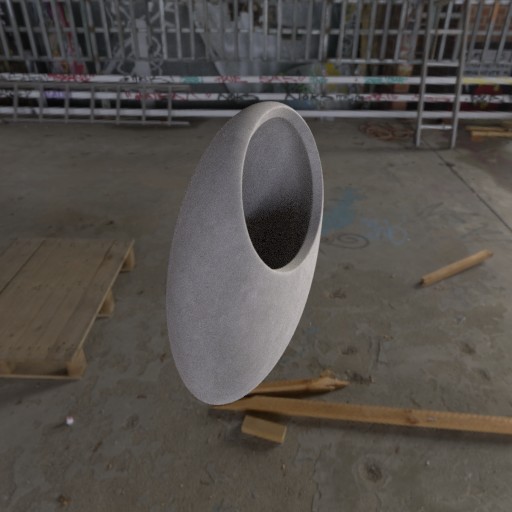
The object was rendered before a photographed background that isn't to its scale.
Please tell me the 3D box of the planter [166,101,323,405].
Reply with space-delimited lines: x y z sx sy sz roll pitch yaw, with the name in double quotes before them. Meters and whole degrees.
"planter" 0.000 0.000 0.285 0.071 0.188 0.185 12 34 18
